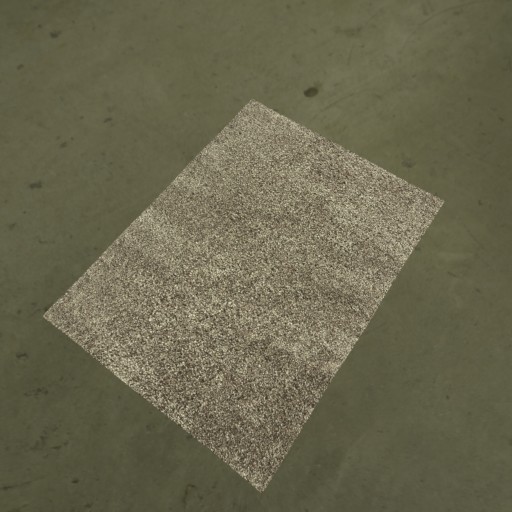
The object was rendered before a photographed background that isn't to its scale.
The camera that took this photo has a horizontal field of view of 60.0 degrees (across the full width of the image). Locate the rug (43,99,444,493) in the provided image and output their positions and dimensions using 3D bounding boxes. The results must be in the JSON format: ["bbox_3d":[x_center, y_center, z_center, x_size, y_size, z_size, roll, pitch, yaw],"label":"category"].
[{"bbox_3d":[0.000,0.000,2.113,1.198,0.025,1.601,33,68,15],"label":"rug"}]
